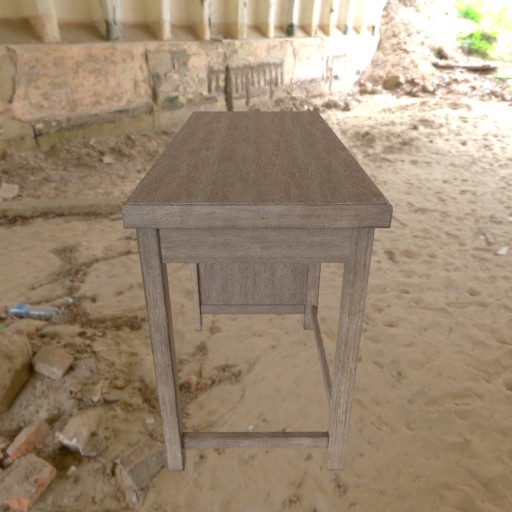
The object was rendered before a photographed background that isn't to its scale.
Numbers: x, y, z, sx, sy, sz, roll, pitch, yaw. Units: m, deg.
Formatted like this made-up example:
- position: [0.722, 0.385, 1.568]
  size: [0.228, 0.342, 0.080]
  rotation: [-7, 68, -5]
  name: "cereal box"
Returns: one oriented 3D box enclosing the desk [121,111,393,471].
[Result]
- position: [0.000, 0.000, 1.766]
  size: [0.610, 0.912, 1.289]
  rotation: [0, 27, 0]
  name: "desk"
